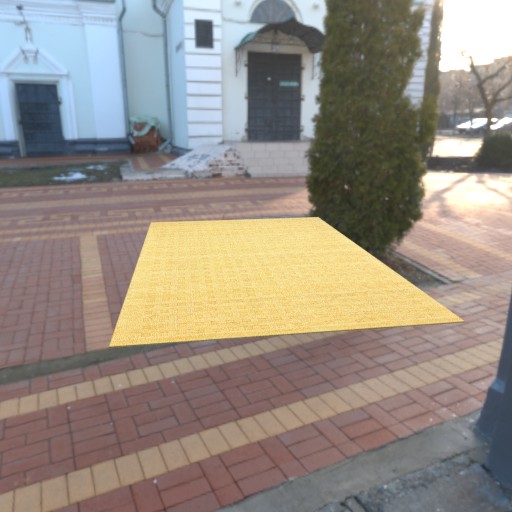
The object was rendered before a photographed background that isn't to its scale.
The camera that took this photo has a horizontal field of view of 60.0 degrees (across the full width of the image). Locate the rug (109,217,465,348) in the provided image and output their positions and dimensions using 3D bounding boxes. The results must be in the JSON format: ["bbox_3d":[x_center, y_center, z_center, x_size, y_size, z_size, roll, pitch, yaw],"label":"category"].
[{"bbox_3d":[0.000,0.000,2.938,1.524,0.006,2.286,-3,17,-8],"label":"rug"}]
